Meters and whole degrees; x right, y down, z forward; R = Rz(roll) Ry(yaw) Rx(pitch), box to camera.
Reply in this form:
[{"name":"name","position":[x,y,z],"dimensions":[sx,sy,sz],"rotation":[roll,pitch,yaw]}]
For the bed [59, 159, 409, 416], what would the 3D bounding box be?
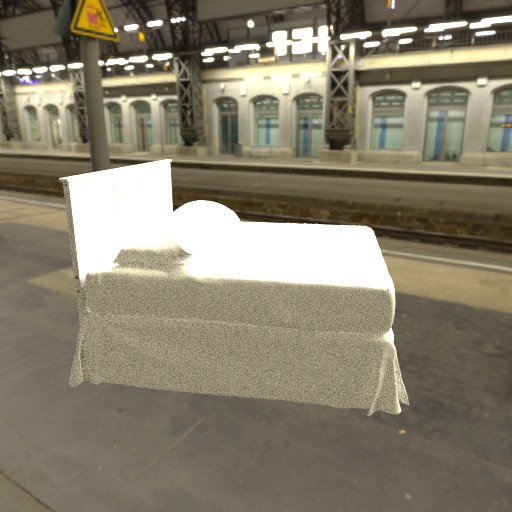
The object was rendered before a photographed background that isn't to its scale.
[{"name":"bed","position":[0.000,0.000,3.279],"dimensions":[2.047,1.269,1.876],"rotation":[3,16,10]}]
